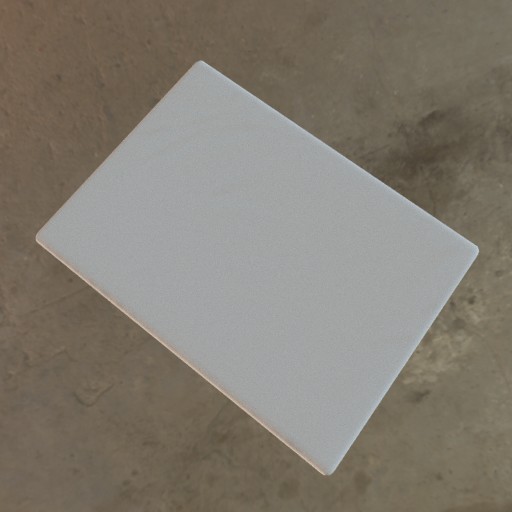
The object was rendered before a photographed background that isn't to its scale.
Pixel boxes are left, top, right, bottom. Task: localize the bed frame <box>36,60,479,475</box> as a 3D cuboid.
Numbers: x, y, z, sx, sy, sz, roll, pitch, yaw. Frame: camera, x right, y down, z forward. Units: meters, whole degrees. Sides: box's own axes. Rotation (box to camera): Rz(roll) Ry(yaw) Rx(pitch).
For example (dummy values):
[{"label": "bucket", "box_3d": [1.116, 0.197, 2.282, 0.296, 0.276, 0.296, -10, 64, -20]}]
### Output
[{"label": "bed frame", "box_3d": [0.000, 0.000, 2.549, 1.900, 0.561, 1.400, 37, 79, 9]}]
